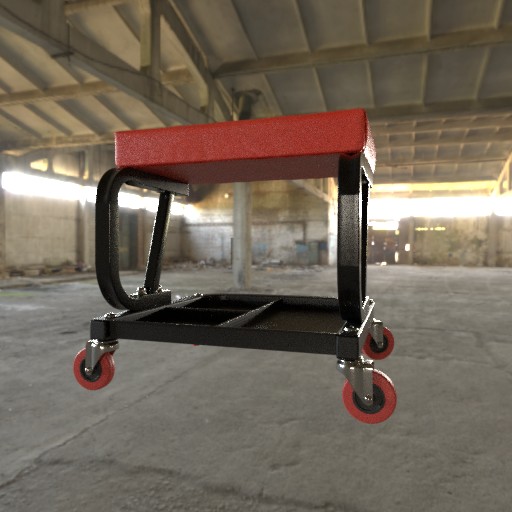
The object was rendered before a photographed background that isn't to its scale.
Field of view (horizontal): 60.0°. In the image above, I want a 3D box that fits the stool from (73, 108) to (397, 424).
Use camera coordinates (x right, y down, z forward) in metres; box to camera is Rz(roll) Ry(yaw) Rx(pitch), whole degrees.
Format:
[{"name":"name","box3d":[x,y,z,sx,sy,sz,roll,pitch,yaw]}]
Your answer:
[{"name":"stool","box3d":[0.000,0.000,0.728,0.446,0.380,0.371,0,1,18]}]
